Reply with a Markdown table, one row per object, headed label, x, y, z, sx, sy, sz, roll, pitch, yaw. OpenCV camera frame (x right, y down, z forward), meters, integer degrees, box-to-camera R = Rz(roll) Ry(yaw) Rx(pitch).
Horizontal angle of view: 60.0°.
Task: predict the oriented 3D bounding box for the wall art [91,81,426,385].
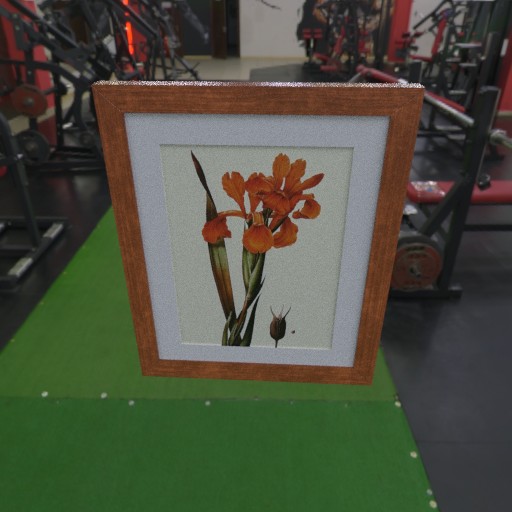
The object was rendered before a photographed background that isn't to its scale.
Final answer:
| label | x | y | z | sx | sy | sz | roll | pitch | yaw |
| --- | --- | --- | --- | --- | --- | --- | --- | --- | --- |
| wall art | 0.000 | 0.000 | 0.774 | 0.467 | 0.567 | 0.033 | 2 | 30 | 3 |
